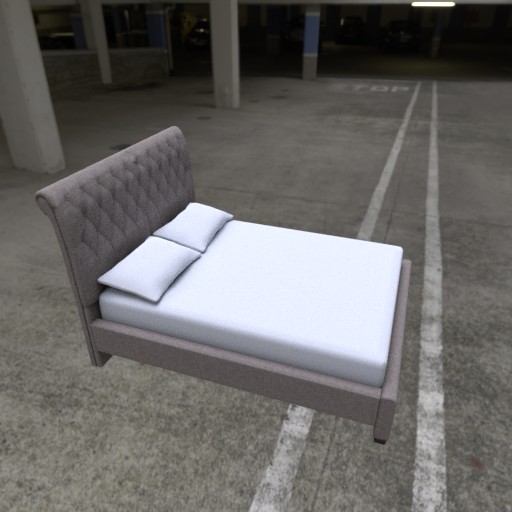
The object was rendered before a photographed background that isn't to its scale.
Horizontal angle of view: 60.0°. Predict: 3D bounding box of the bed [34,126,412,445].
[{"bbox_3d":[0.000,0.000,3.314,2.252,1.371,1.645,10,32,17],"label":"bed"}]
